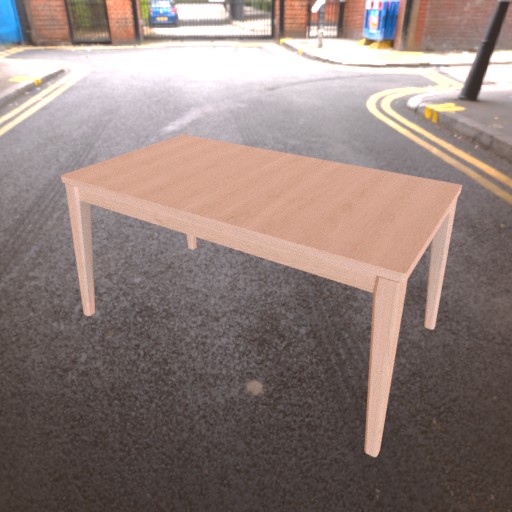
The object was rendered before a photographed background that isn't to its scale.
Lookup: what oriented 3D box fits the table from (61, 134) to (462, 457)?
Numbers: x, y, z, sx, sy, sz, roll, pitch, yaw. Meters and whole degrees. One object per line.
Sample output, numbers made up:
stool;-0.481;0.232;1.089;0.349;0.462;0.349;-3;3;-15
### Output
table;0.000;0.000;2.115;1.600;0.760;0.900;18;34;28
